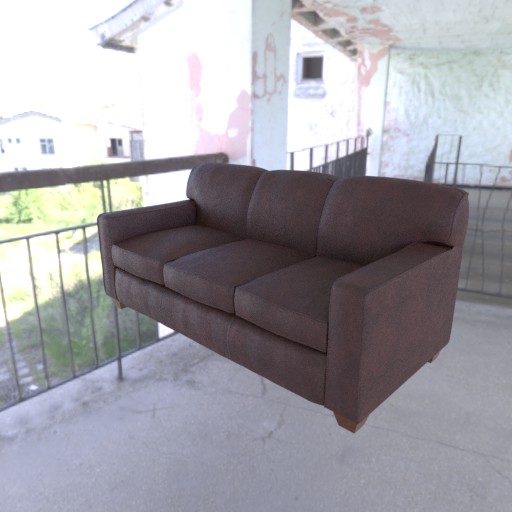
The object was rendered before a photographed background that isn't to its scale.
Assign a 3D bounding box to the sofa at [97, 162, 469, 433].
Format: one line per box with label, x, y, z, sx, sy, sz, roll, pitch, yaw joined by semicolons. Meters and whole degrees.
sofa;0.000;0.000;2.614;2.039;0.953;1.008;16;23;41
